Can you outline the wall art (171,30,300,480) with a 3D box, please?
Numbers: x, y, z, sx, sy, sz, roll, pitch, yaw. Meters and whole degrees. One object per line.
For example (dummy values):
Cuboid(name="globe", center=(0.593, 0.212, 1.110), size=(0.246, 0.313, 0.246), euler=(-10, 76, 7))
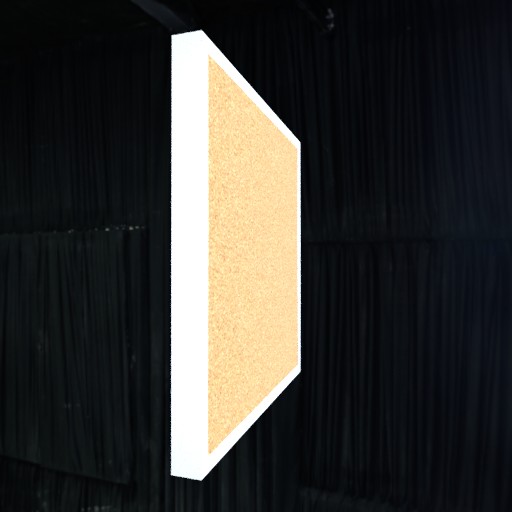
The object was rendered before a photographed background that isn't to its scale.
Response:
Cuboid(name="wall art", center=(0.000, 0.000, 0.744), size=(0.038, 0.505, 0.506), euler=(0, 0, 18))
